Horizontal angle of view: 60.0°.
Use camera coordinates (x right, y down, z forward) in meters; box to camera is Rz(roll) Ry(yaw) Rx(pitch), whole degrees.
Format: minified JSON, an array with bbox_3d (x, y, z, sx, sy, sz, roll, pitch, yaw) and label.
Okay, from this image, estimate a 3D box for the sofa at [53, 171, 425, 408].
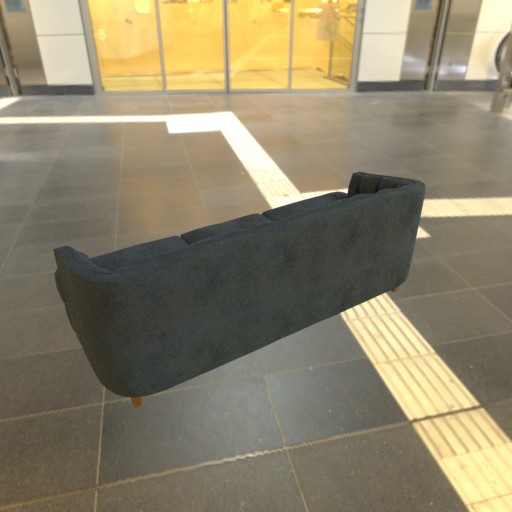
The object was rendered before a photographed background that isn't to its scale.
[{"bbox_3d":[0.000,0.000,2.824,2.278,0.855,0.941,-18,35,-28],"label":"sofa"}]
